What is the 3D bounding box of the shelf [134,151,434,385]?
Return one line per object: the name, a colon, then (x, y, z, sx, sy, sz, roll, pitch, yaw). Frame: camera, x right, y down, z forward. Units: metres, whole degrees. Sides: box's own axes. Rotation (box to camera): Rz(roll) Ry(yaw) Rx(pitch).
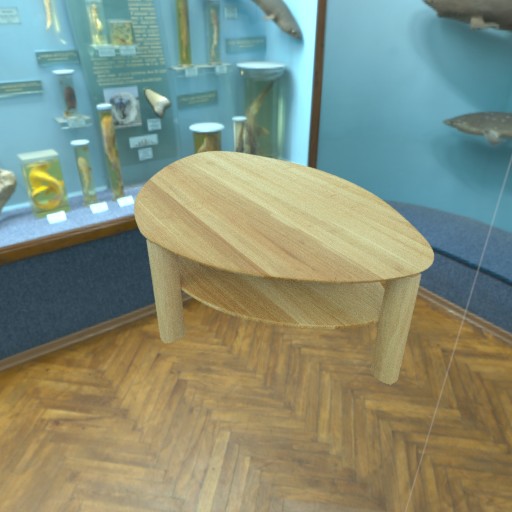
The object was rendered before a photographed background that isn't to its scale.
shelf: (0.000, 0.000, 1.682, 0.845, 0.440, 1.246, -19, 35, -29)
